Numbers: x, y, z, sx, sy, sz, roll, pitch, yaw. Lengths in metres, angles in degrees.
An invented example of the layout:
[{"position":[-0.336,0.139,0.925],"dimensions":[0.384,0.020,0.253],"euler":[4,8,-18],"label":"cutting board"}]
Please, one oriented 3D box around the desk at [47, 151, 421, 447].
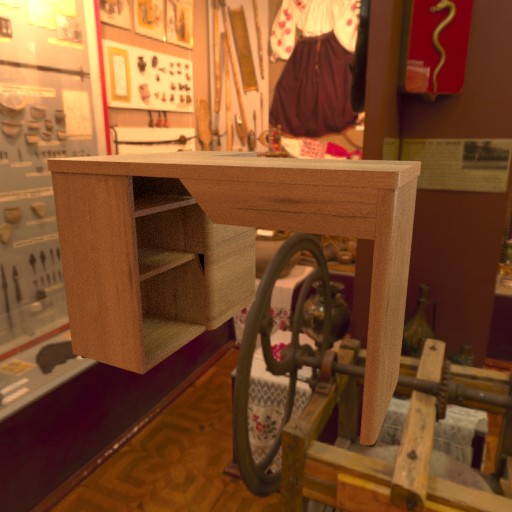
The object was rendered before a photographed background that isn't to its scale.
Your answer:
[{"position":[0.000,0.000,1.743],"dimensions":[1.169,0.760,0.900],"euler":[8,17,25],"label":"desk"}]
